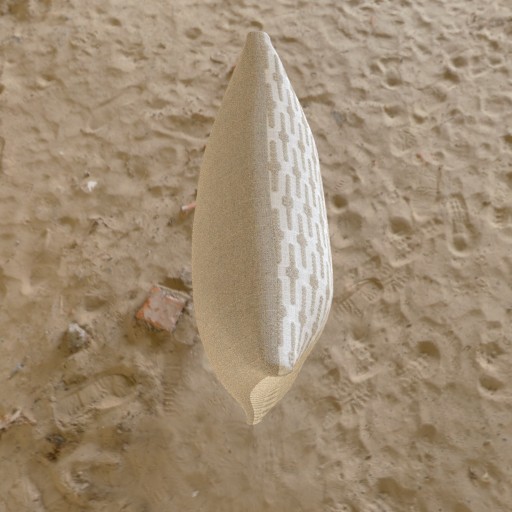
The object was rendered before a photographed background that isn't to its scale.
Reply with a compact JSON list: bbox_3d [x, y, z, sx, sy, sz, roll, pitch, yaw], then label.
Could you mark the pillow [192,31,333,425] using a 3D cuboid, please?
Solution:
[{"bbox_3d":[0.000,0.000,0.754,0.219,0.491,0.496,-2,64,-1],"label":"pillow"}]
